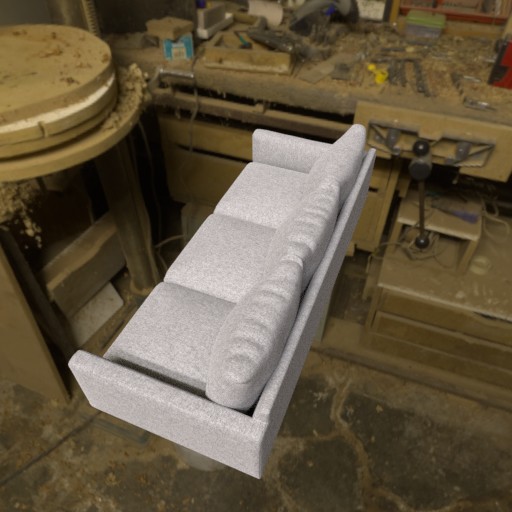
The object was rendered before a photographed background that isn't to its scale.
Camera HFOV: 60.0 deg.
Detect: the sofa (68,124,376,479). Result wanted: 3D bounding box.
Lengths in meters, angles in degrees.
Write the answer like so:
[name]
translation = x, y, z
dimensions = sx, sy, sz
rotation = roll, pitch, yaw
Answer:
[sofa]
translation = 0.000, 0.000, 2.408
dimensions = 0.850, 0.830, 2.000
rotation = 16, 47, 16
